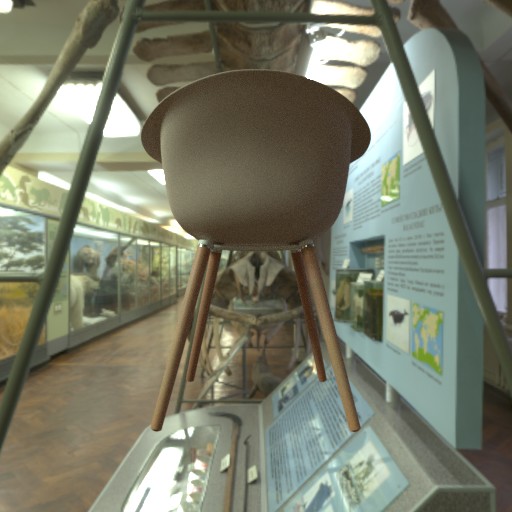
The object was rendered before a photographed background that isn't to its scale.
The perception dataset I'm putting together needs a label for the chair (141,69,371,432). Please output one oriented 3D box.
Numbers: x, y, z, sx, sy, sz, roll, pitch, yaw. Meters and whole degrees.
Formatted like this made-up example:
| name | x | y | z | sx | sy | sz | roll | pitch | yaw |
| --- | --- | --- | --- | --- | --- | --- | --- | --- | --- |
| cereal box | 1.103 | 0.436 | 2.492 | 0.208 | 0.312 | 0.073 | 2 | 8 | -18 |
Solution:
| name | x | y | z | sx | sy | sz | roll | pitch | yaw |
| --- | --- | --- | --- | --- | --- | --- | --- | --- | --- |
| chair | 0.000 | 0.000 | 1.181 | 0.593 | 0.781 | 0.504 | 0 | -1 | 0 |
